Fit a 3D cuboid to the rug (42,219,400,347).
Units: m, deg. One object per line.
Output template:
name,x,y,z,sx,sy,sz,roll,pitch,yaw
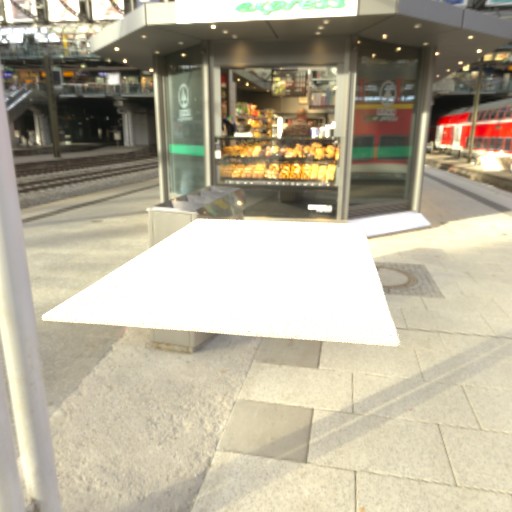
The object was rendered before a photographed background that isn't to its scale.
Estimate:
rug,0.000,0.000,3.425,1.778,0.030,2.743,3,16,9
